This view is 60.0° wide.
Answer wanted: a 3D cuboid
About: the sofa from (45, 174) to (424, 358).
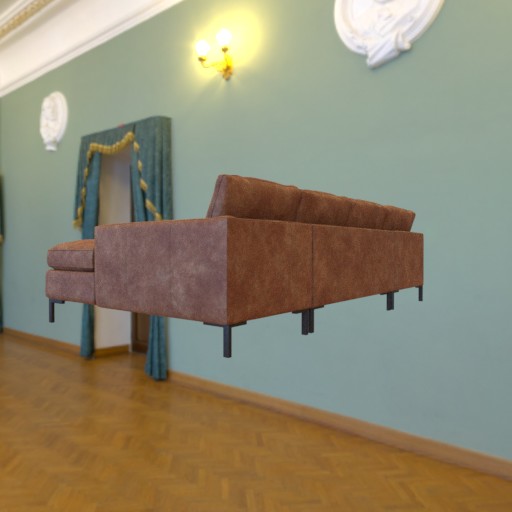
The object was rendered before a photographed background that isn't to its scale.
[{"bbox_3d":[0.000,0.000,3.770,1.939,0.900,2.956,1,1,38],"label":"sofa"}]
